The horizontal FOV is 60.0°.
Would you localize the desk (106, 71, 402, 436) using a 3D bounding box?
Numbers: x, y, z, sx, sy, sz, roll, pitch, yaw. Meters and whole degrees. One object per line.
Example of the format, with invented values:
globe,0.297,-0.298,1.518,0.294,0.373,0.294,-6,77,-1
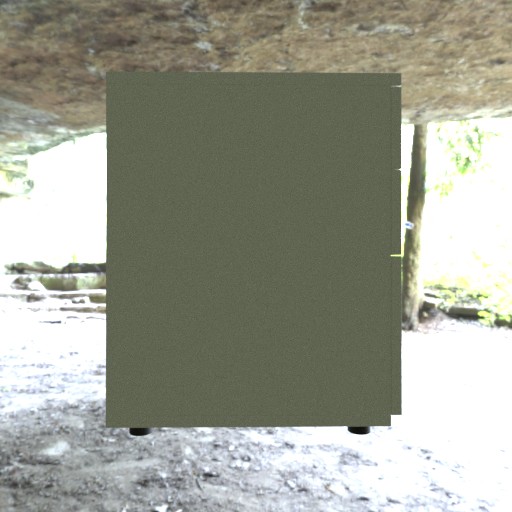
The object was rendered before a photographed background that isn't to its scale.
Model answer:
desk,0.000,0.000,1.082,0.600,0.730,0.404,0,0,-1
